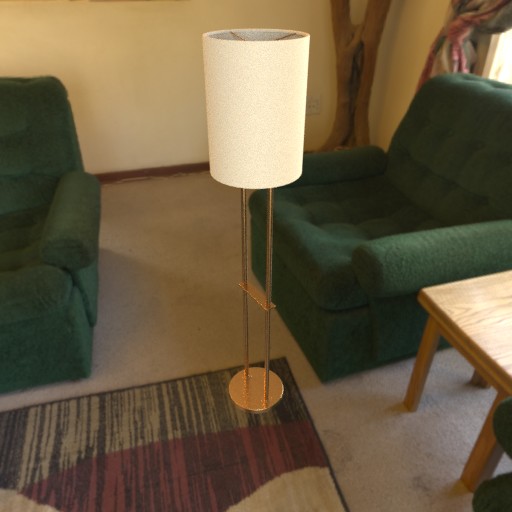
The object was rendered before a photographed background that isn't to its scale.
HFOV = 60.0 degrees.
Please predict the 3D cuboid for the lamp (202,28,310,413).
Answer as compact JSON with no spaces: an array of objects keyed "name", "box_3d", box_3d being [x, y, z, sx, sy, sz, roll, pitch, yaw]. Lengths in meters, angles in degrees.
[{"name":"lamp","box_3d":[0.000,0.000,1.667,0.305,1.500,0.306,-20,37,-28]}]
